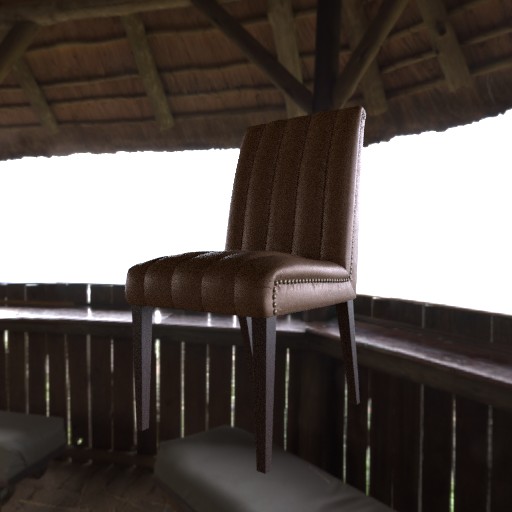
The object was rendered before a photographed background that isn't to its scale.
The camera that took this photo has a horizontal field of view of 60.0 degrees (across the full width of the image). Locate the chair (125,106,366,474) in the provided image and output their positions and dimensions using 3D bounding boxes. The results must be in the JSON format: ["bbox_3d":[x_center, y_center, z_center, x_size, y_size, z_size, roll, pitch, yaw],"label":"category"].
[{"bbox_3d":[0.000,0.000,1.392,0.511,1.016,0.647,0,1,35],"label":"chair"}]
